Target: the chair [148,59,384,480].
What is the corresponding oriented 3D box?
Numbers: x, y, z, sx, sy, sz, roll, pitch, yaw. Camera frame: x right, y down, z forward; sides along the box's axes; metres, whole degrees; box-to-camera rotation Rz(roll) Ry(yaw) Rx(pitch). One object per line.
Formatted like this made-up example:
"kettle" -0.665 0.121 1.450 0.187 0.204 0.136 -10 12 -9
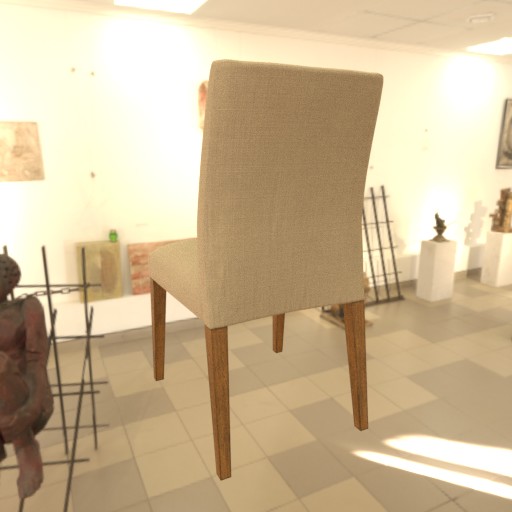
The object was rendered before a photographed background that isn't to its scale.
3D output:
"chair" 0.000 0.000 1.268 0.496 0.940 0.585 -7 16 -26
